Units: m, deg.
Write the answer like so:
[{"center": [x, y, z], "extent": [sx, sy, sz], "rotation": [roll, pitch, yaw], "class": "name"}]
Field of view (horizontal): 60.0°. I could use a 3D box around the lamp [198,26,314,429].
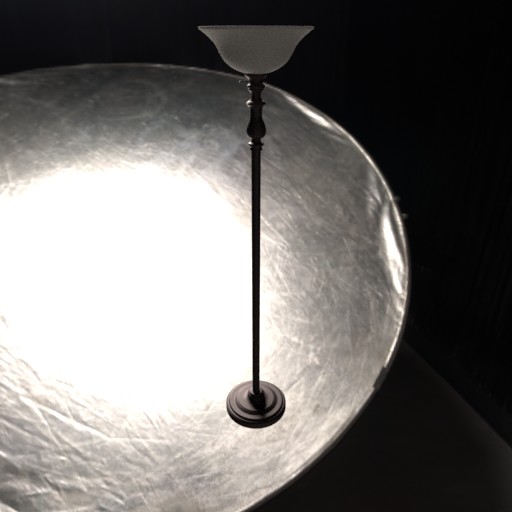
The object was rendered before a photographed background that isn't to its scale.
[{"center": [0.000, 0.000, 1.956], "extent": [0.405, 1.797, 0.405], "rotation": [-9, 28, -17], "class": "lamp"}]
